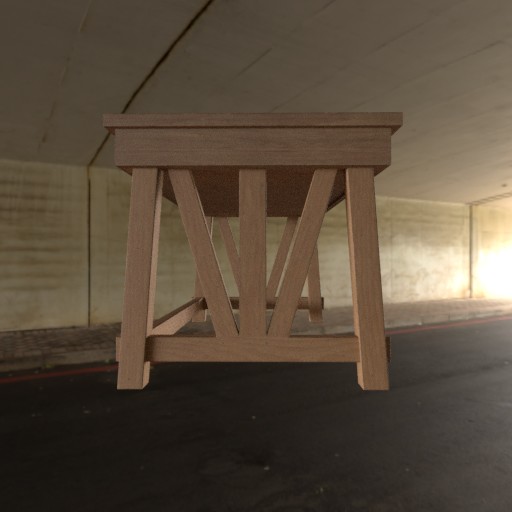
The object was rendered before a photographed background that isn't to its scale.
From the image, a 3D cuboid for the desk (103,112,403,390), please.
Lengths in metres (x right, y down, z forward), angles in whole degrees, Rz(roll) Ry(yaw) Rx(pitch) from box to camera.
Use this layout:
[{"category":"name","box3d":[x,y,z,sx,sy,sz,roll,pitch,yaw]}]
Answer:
[{"category":"desk","box3d":[0.000,0.000,1.947,0.813,0.762,1.499,0,-1,1]}]
